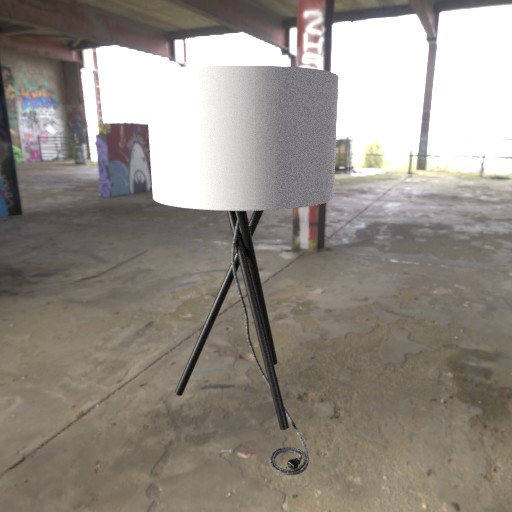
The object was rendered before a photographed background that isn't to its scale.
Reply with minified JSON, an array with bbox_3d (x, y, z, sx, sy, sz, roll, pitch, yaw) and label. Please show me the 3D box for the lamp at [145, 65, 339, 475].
[{"bbox_3d":[0.000,0.000,0.893,0.353,0.674,0.422,-15,22,-42],"label":"lamp"}]
